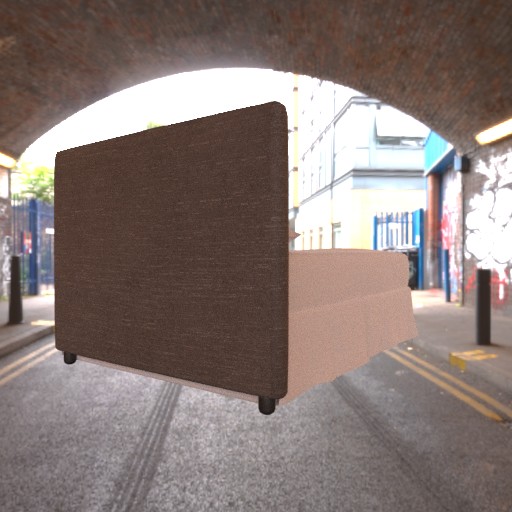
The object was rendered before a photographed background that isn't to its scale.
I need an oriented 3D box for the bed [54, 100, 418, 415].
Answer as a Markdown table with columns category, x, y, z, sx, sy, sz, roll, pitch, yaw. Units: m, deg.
| category | x | y | z | sx | sy | sz | roll | pitch | yaw |
| --- | --- | --- | --- | --- | --- | --- | --- | --- | --- |
| bed | 0.000 | 0.000 | 3.152 | 1.723 | 1.330 | 2.142 | 0 | 1 | 35 |
